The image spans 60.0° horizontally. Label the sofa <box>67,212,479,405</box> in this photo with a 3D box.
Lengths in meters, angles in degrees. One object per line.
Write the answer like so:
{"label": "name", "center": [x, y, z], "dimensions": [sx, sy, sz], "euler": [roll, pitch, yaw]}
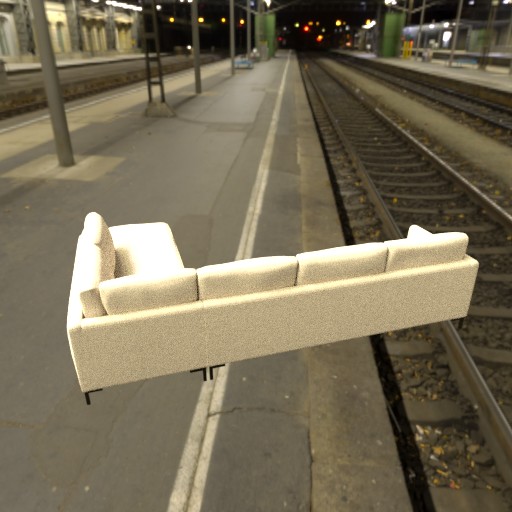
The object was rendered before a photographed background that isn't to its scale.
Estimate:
{"label": "sofa", "center": [0.000, 0.000, 3.872], "dimensions": [2.949, 0.815, 2.007], "euler": [-8, 27, -15]}
